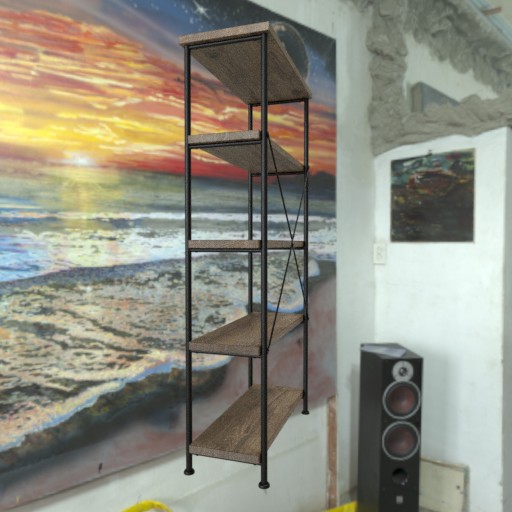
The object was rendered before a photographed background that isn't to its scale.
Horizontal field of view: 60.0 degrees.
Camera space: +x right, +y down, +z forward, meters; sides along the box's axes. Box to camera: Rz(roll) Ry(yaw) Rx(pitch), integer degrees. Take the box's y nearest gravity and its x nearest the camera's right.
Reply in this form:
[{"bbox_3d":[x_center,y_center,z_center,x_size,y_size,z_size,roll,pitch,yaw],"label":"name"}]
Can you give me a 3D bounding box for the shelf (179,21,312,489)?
[{"bbox_3d":[0.000,0.000,2.040,0.360,1.700,0.800,1,2,18],"label":"shelf"}]
